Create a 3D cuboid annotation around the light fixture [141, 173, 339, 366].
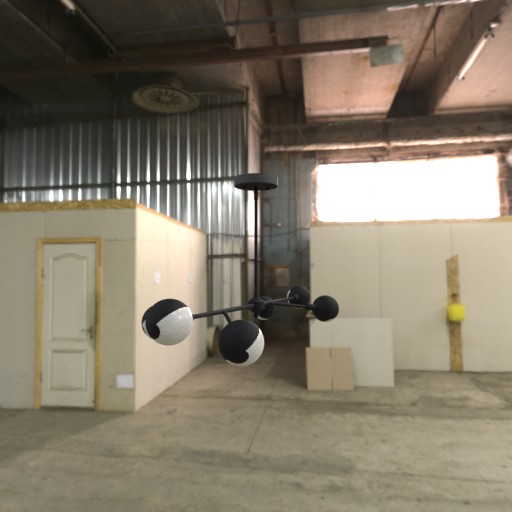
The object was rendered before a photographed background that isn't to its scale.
[{"bbox_3d":[0.000,0.000,1.019,0.434,0.362,0.778,-2,-3,37],"label":"light fixture"}]
